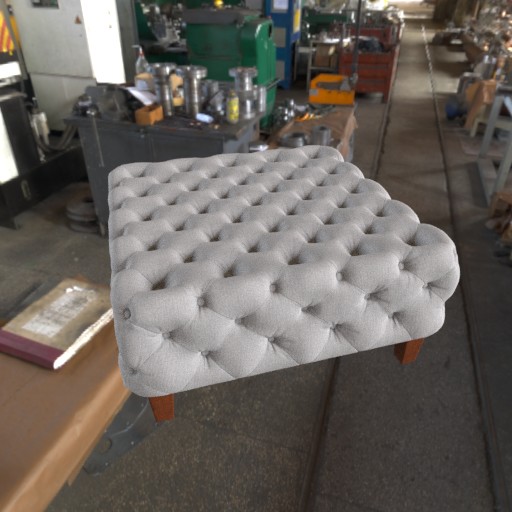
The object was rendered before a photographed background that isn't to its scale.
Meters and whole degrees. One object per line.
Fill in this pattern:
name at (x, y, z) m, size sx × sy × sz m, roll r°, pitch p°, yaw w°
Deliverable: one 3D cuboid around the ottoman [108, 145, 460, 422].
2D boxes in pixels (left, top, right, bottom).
ottoman at (0.000, 0.000, 1.226) m, size 0.758 × 0.365 × 0.764 m, roll -9°, pitch 33°, yaw -14°
